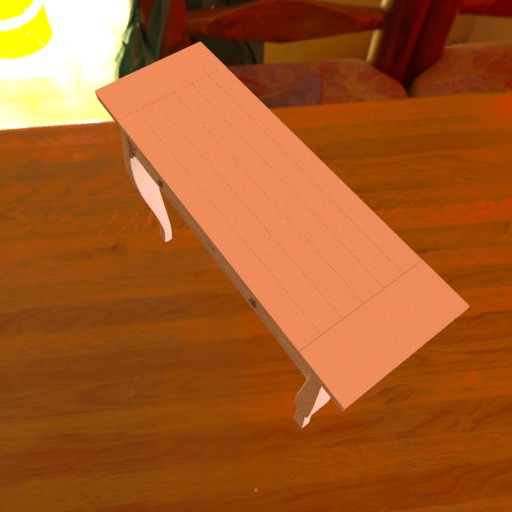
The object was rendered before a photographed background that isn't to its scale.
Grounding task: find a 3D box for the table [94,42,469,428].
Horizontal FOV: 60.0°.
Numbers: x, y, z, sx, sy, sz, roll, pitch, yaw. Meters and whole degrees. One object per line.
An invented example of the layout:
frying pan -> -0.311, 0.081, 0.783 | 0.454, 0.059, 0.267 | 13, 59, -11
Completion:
table -> 0.000, 0.000, 1.437 | 0.373, 0.768, 1.062 | -33, 67, -16
